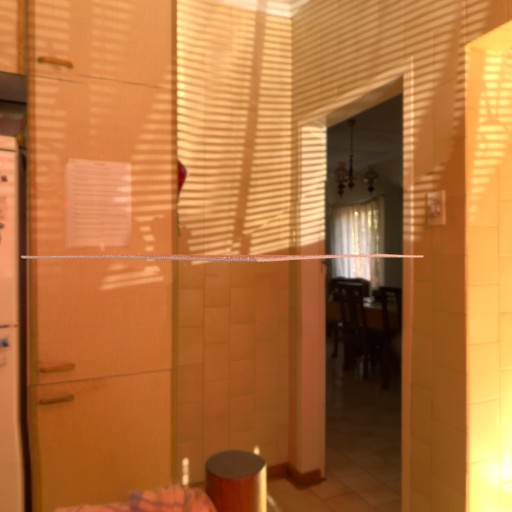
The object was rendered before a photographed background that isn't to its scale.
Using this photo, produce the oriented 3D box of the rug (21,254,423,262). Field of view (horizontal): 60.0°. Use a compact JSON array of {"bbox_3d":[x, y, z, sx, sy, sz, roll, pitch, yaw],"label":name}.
[{"bbox_3d":[0.000,0.000,3.001,1.616,0.030,2.338,0,0,35],"label":"rug"}]
